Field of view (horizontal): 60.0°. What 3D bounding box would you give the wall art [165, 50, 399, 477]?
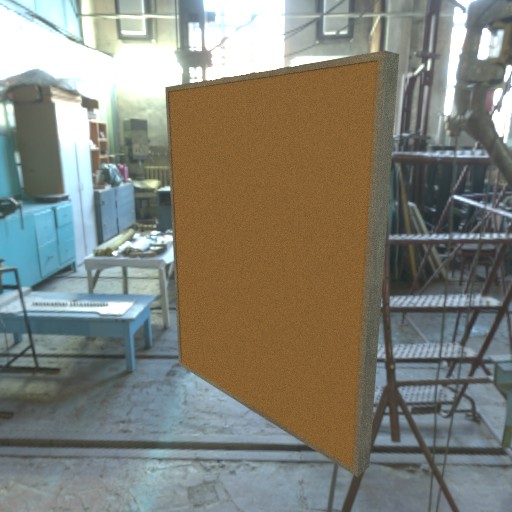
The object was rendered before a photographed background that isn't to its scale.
[{"bbox_3d":[0.000,0.000,0.680,0.032,0.521,0.421,-13,19,-42],"label":"wall art"}]
